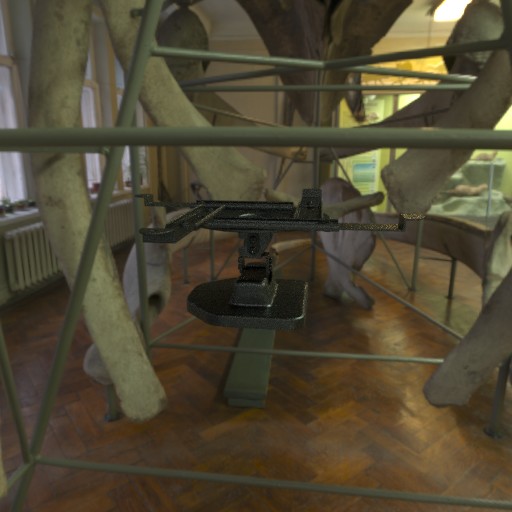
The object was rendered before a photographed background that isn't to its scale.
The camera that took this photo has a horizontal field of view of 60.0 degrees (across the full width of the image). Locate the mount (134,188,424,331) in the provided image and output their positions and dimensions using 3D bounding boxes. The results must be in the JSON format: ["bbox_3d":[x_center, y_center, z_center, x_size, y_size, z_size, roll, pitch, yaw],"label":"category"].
[{"bbox_3d":[0.000,0.000,0.600,0.394,0.141,0.394,2,15,8],"label":"mount"}]
